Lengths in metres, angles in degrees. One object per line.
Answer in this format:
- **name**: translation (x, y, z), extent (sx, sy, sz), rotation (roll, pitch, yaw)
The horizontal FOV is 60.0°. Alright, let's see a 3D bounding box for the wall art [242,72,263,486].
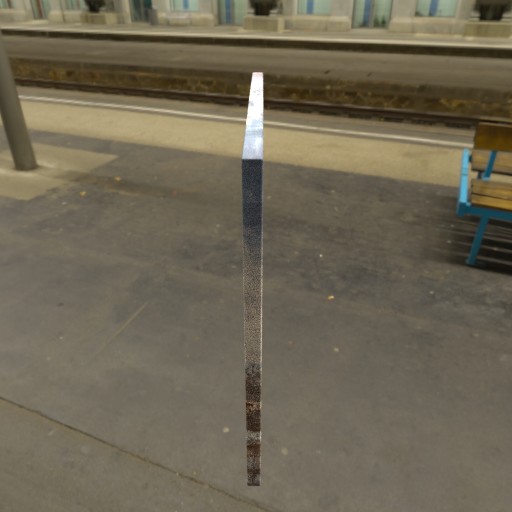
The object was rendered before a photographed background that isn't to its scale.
- **wall art**: translation (0.000, 0.000, 1.328), extent (0.035, 0.897, 0.888), rotation (0, 31, 1)
